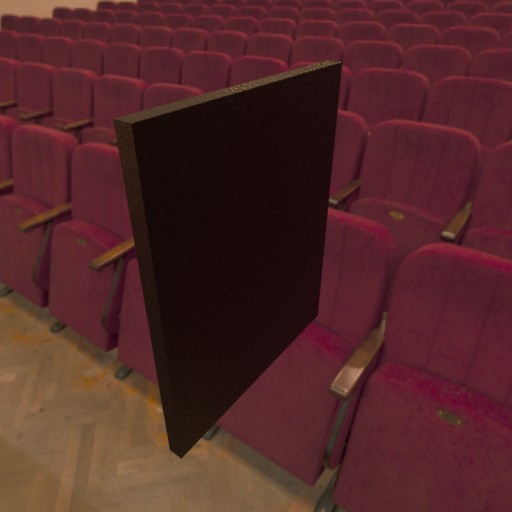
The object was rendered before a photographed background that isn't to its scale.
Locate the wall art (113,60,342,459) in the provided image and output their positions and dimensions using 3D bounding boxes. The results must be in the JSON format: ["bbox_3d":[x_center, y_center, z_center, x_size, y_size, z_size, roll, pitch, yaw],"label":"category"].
[{"bbox_3d":[0.000,0.000,0.752,0.028,0.557,0.457,21,38,30],"label":"wall art"}]
